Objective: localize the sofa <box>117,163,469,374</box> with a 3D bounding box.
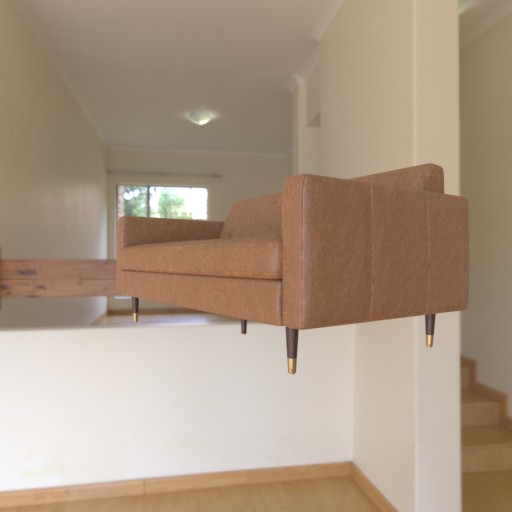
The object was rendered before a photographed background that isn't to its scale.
[{"bbox_3d":[0.000,0.000,2.371,0.993,0.821,1.847,0,0,-35],"label":"sofa"}]
